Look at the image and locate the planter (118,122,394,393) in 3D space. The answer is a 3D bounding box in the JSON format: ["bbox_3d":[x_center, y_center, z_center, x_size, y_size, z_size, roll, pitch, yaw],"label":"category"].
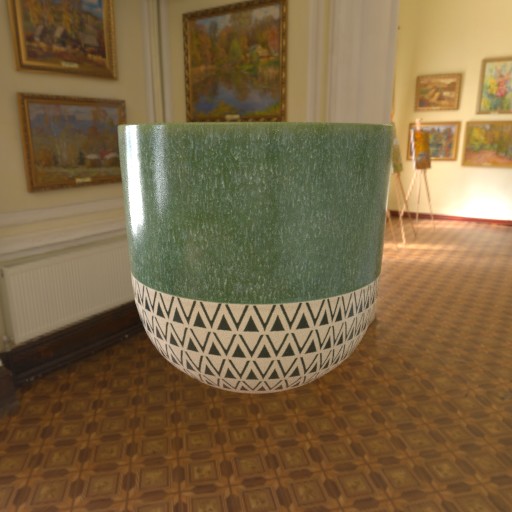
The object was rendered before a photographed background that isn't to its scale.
[{"bbox_3d":[0.000,0.000,0.479,0.266,0.270,0.266,0,15,0],"label":"planter"}]
